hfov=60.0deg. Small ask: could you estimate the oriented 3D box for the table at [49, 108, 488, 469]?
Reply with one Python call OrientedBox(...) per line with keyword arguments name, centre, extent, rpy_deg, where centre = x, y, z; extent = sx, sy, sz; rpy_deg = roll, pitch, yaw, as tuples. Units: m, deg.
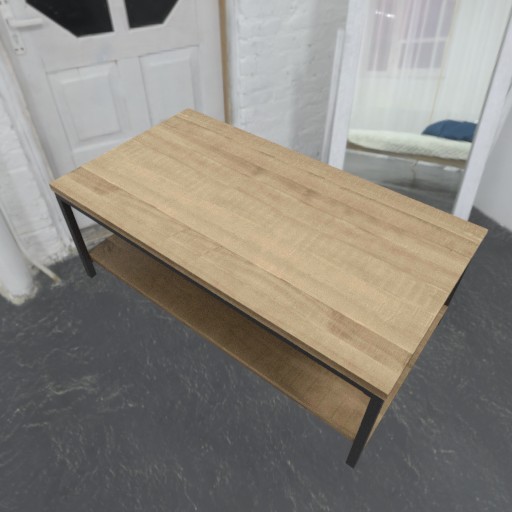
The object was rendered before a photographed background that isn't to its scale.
OrientedBox(name="table", centre=(0.000, 0.000, 1.343), extent=(1.062, 0.393, 0.574), rpy_deg=(29, 52, 25))
